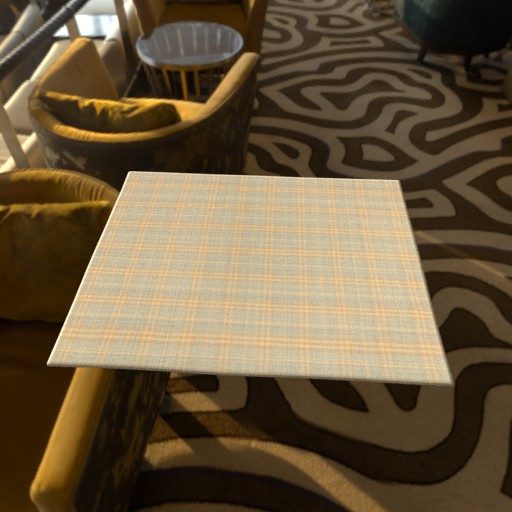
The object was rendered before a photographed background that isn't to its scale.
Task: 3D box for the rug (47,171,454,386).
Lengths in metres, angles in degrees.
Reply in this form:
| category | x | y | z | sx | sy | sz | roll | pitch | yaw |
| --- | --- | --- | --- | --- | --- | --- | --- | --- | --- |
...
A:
| category | x | y | z | sx | sy | sz | roll | pitch | yaw |
| --- | --- | --- | --- | --- | --- | --- | --- | --- | --- |
| rug | 0.000 | 0.000 | 4.151 | 3.066 | 0.030 | 2.462 | 2 | 47 | 2 |
